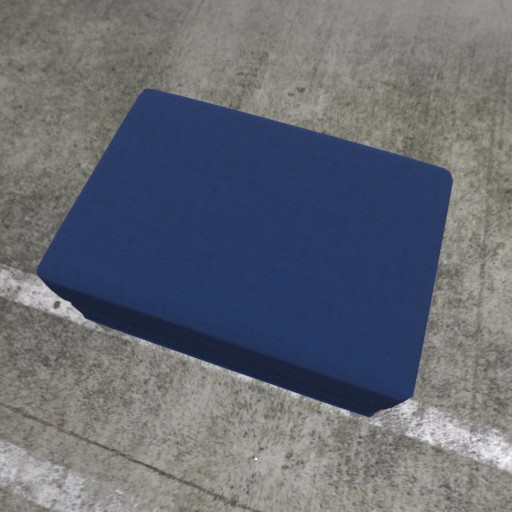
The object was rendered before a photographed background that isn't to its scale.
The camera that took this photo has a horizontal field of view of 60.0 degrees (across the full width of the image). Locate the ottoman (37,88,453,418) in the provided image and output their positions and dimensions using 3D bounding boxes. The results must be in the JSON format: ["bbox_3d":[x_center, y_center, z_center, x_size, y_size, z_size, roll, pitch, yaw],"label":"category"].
[{"bbox_3d":[0.000,0.000,1.194,0.835,0.498,0.587,17,67,8],"label":"ottoman"}]
